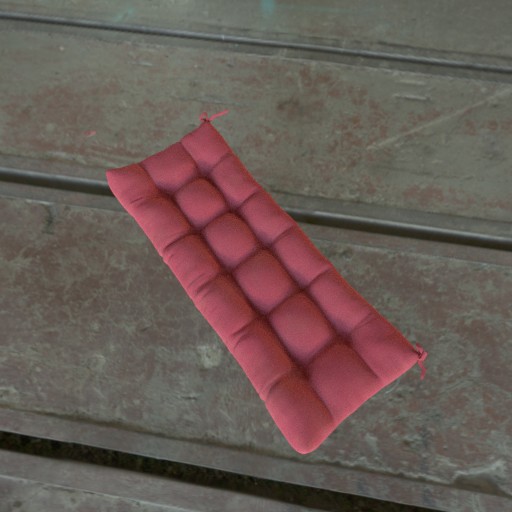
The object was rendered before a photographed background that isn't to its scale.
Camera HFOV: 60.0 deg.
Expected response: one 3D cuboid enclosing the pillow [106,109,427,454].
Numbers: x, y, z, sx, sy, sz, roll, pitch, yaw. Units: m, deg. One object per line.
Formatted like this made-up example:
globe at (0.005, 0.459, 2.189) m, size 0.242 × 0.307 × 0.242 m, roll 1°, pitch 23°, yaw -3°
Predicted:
pillow at (0.000, 0.000, 1.435) m, size 0.511 × 0.174 × 1.194 m, roll -33°, pitch 67°, yaw -16°
